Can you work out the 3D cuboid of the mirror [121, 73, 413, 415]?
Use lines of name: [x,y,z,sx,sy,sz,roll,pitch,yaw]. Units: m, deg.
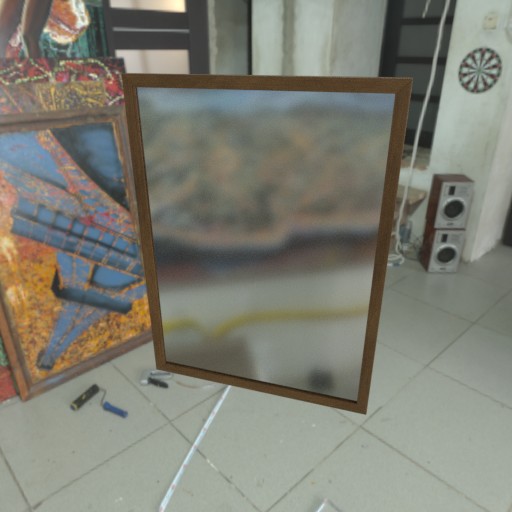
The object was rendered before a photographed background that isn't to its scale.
mirror: [0.000,0.000,1.344,0.762,1.016,0.040,7,26,16]
